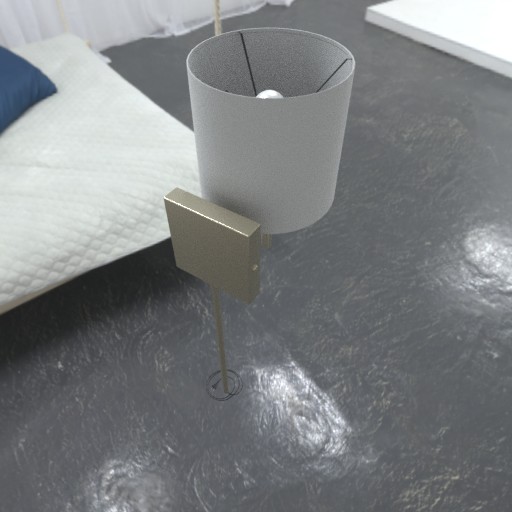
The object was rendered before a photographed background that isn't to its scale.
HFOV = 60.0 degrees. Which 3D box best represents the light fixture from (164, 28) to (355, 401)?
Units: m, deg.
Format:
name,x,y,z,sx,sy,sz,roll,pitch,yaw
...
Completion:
name,x,y,z,sx,sy,sz,roll,pitch,yaw
light fixture,0.000,0.000,0.693,0.188,0.589,0.248,25,51,22
